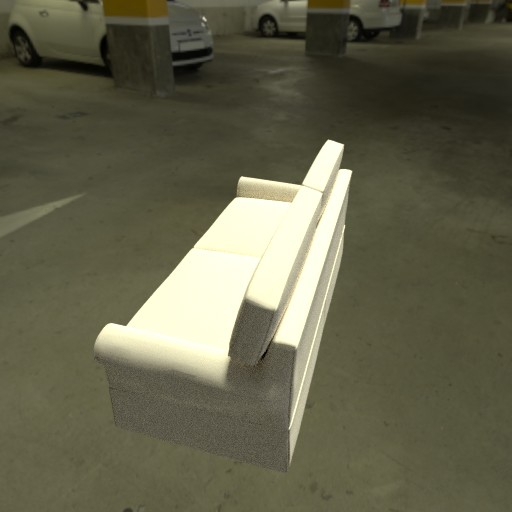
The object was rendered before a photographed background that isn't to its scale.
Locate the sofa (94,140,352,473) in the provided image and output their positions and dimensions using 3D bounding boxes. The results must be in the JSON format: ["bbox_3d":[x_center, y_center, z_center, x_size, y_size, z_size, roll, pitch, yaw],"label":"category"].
[{"bbox_3d":[0.000,0.000,2.561,0.862,0.937,2.021,8,31,14],"label":"sofa"}]
